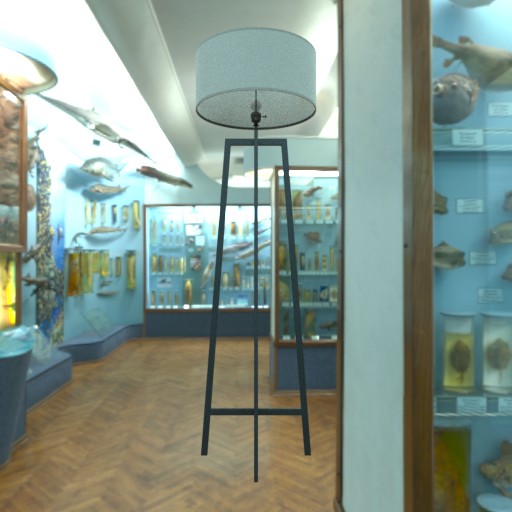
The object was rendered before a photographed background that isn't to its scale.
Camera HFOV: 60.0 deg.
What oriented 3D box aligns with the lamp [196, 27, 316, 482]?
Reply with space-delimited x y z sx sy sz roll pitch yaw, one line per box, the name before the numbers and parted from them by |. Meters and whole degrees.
lamp | 0.000 0.000 1.688 0.456 1.510 0.457 0 0 0
